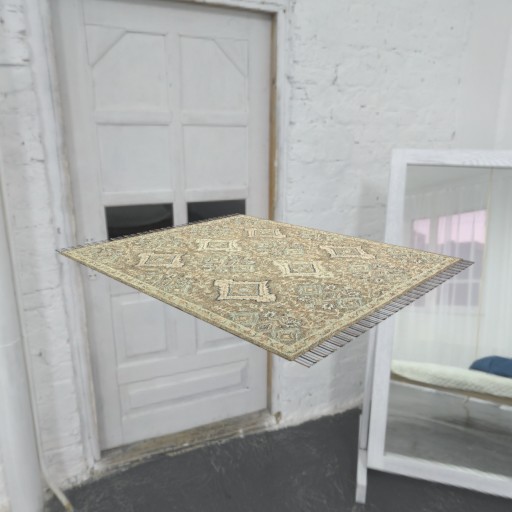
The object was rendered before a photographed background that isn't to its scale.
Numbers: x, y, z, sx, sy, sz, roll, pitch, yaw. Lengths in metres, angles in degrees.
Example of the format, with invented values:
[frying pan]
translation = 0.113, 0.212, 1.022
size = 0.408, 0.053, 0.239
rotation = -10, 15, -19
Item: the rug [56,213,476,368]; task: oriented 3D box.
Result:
[rug]
translation = 0.000, 0.000, 4.085
size = 3.056, 0.010, 2.437
rotation = 16, 23, 41
